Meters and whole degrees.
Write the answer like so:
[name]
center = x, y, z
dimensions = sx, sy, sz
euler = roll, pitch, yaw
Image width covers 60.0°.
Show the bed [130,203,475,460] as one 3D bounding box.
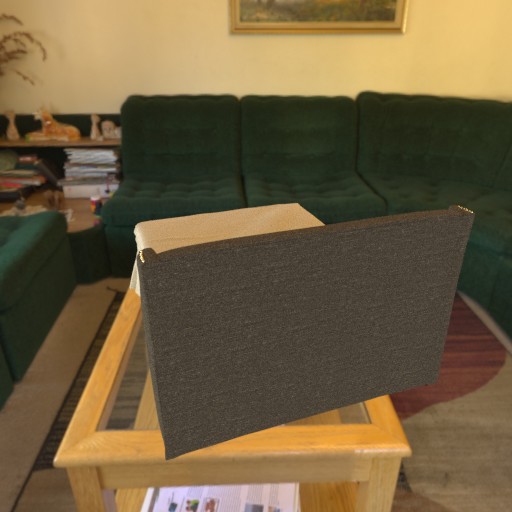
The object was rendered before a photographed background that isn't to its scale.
[bed]
center = 0.000, 0.000, 3.500
dimensions = 1.925, 1.332, 2.276
euler = -9, 28, -17
